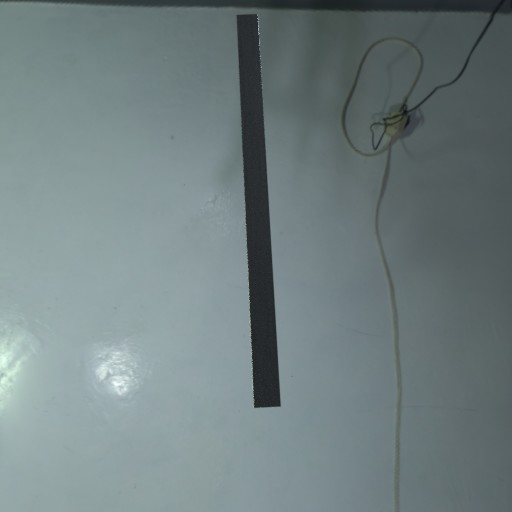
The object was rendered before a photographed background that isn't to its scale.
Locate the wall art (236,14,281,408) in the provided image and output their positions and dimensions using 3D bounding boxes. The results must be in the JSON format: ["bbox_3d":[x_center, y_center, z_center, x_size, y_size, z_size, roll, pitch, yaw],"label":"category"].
[{"bbox_3d":[0.000,0.000,0.745,0.025,0.569,0.444,-3,75,-1],"label":"wall art"}]
